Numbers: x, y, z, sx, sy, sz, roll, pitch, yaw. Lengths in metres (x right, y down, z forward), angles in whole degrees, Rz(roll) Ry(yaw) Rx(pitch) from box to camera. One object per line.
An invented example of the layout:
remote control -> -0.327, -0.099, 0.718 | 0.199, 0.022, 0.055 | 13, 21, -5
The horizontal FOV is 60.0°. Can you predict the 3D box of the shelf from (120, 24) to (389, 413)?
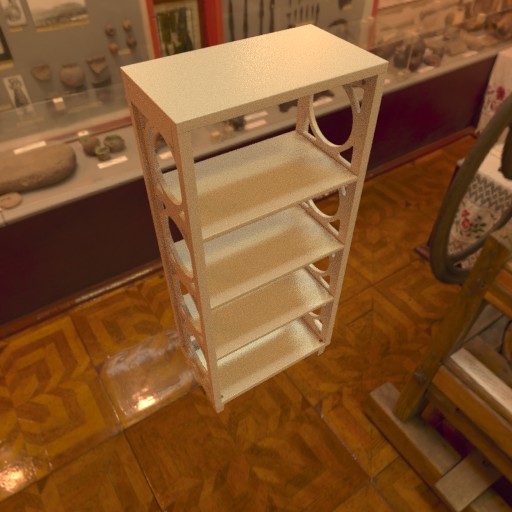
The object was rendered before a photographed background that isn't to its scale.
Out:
shelf -> 0.000, 0.000, 1.648 | 0.611, 1.411, 0.340 | -24, 50, -22
